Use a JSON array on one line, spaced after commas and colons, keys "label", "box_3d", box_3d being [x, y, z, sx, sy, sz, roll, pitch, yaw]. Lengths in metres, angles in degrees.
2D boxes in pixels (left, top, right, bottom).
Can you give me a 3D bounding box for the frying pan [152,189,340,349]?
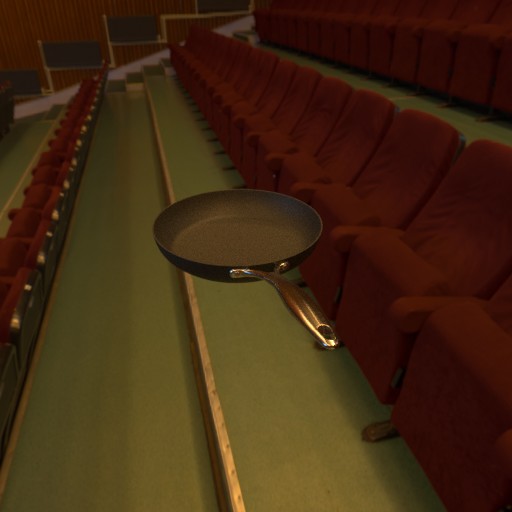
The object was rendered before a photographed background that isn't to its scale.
[{"label": "frying pan", "box_3d": [0.000, 0.000, 0.582, 0.255, 0.105, 0.472, -8, 32, -13]}]
